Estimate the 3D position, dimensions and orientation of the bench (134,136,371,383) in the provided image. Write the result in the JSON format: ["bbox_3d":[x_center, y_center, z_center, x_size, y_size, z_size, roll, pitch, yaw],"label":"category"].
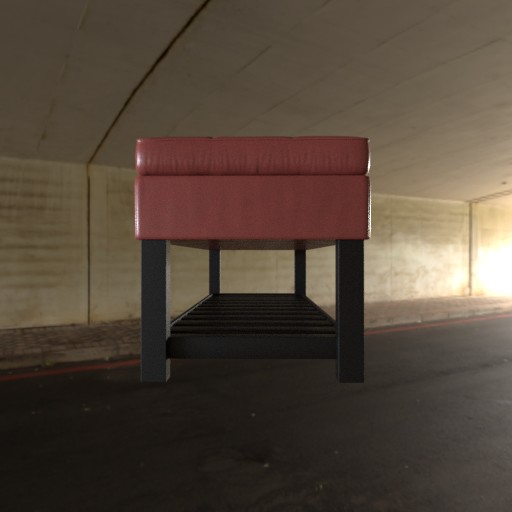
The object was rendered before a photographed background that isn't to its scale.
[{"bbox_3d":[0.000,0.000,1.335,0.432,0.460,1.105,0,0,1],"label":"bench"}]
